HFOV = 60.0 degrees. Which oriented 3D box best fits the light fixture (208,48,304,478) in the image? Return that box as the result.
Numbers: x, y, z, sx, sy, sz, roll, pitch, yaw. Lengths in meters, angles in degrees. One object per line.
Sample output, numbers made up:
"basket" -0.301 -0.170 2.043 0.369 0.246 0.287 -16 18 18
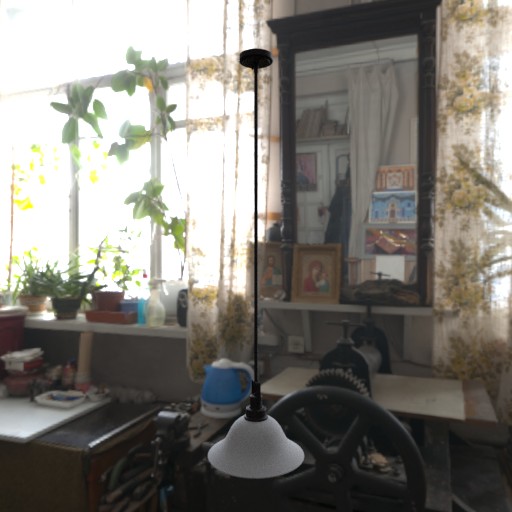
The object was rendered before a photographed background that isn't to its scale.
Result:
"light fixture" 0.000 0.000 1.489 0.324 1.337 0.324 0 1 -19
